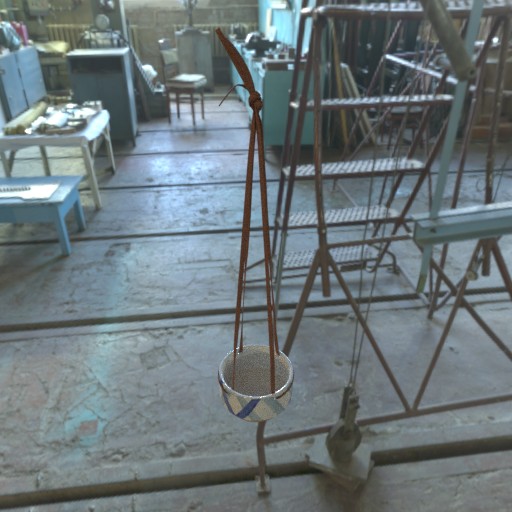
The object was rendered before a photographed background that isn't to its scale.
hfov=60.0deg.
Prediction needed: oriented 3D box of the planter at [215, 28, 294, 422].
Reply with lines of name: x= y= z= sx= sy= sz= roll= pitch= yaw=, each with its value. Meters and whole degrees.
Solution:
planter: x=0.000 y=0.000 z=0.818 sx=0.166 sy=0.751 sz=0.166 roll=21 pitch=37 yaw=32
